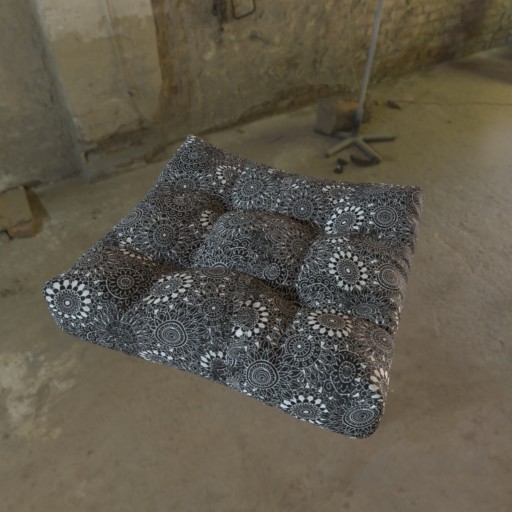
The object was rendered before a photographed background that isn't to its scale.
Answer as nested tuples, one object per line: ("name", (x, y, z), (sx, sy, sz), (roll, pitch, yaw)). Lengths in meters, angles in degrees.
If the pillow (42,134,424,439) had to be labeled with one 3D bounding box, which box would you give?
("pillow", (0.000, 0.000, 0.734), (0.490, 0.128, 0.468), (16, 48, 15))
